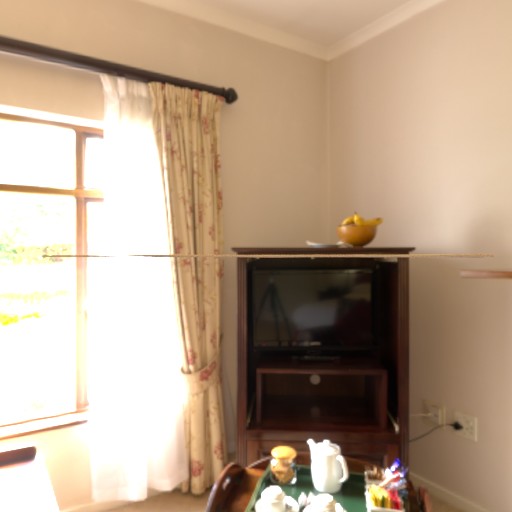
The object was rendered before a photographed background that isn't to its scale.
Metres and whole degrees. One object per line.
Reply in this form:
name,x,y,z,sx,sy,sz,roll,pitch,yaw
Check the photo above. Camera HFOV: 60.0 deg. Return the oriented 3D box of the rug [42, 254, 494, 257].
rug,0.000,0.000,2.637,2.383,0.018,0.857,0,0,18
